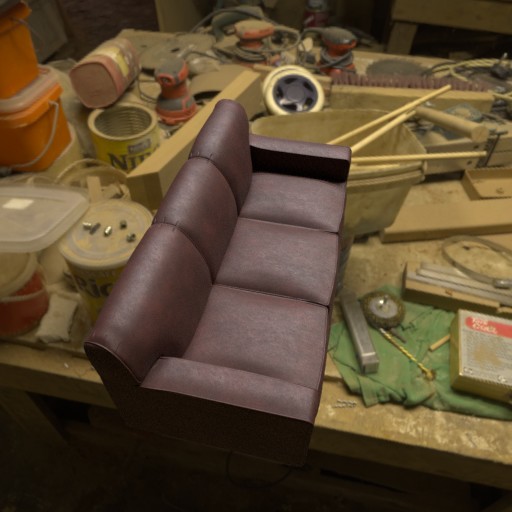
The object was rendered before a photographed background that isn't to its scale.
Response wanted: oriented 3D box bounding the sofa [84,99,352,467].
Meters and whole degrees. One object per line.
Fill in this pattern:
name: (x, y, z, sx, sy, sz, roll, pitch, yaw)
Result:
sofa: (0.000, 0.000, 2.645, 1.008, 0.953, 2.039, 9, 49, 9)
